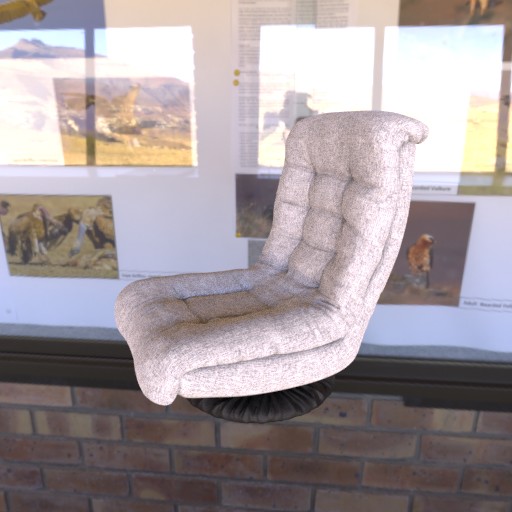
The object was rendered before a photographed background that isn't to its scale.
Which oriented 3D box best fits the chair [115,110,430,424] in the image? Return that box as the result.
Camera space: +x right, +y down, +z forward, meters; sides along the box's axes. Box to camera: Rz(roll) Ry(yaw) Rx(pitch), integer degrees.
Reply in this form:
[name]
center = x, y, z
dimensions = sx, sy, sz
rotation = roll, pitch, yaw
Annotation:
[chair]
center = 0.000, 0.000, 0.958
dimensions = 0.583, 0.600, 0.400
rotation = -8, 19, -25
